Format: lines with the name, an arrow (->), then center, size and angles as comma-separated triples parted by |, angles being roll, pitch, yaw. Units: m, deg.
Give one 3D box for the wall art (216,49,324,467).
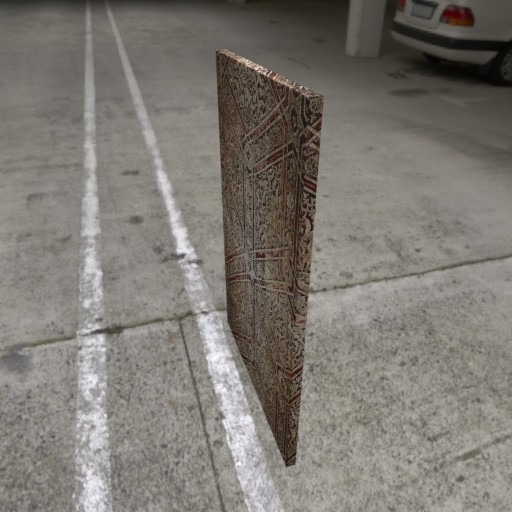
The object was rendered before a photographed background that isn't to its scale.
wall art -> 0.000, 0.000, 1.138 | 0.030, 0.904, 0.599 | -9, 33, -15
